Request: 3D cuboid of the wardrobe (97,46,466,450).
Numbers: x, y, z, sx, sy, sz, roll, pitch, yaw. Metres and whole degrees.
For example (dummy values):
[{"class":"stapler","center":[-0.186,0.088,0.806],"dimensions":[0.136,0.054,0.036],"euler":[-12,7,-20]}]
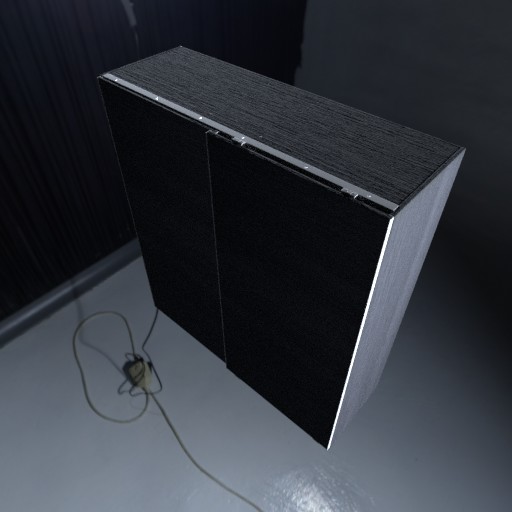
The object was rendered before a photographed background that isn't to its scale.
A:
[{"class":"wardrobe","center":[0.000,0.000,2.779],"dimensions":[1.780,1.960,0.629],"euler":[32,53,28]}]
